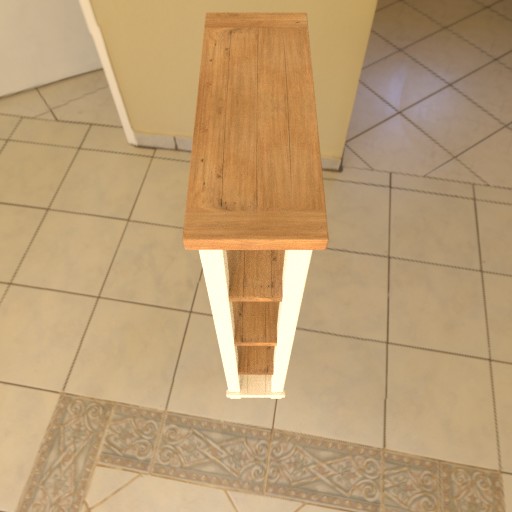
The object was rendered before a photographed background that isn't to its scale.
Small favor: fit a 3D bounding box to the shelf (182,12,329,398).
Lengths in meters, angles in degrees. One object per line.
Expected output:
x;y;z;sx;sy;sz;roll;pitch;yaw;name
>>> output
0.000;0.000;2.218;0.381;1.878;1.022;0;59;0;shelf
